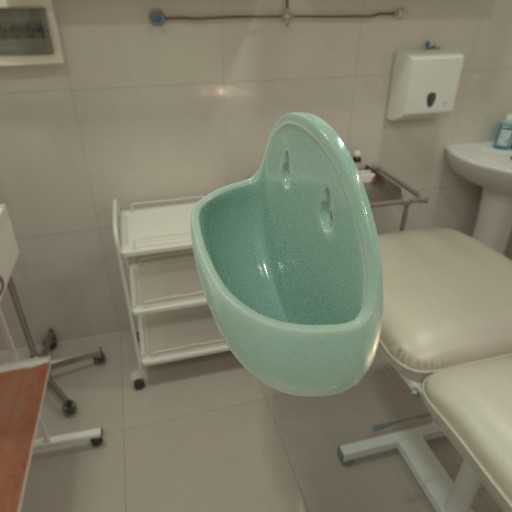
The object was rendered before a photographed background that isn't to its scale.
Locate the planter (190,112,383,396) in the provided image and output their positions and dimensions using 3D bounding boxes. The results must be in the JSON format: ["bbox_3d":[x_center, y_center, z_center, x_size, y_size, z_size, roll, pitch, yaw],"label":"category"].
[{"bbox_3d":[0.000,0.000,0.274,0.073,0.164,0.189,-8,32,-14],"label":"planter"}]
